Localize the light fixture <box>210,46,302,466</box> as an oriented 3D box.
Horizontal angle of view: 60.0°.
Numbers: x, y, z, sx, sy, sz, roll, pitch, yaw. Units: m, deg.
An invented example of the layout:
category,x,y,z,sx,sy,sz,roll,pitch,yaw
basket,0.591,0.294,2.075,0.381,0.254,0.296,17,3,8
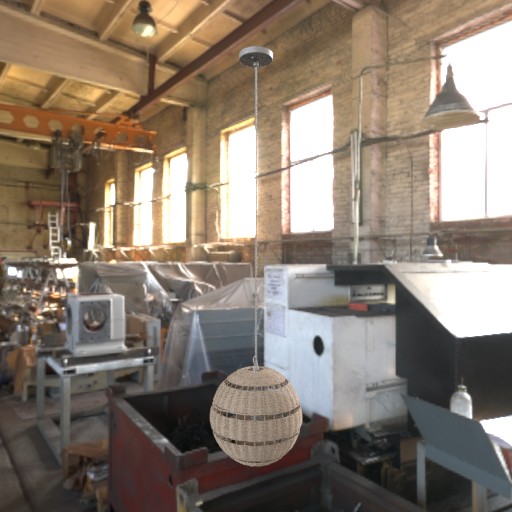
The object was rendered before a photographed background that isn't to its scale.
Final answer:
category,x,y,z,sx,sy,sz,roll,pitch,yaw
light fixture,0.000,0.000,2.206,0.457,2.019,0.457,0,-1,20
